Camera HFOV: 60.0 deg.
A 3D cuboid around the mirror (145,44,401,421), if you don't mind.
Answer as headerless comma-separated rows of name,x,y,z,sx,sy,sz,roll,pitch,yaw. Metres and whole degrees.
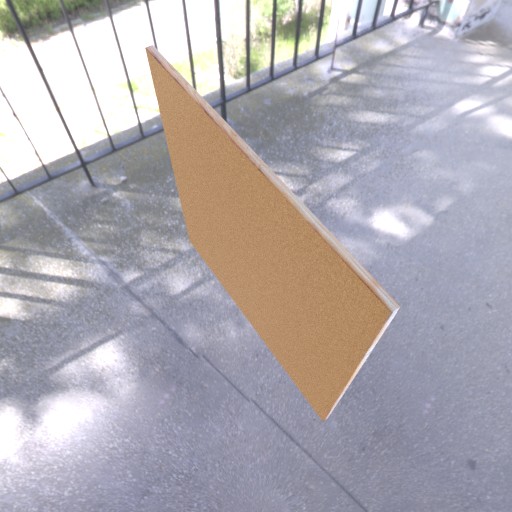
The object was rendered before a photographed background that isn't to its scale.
mirror,0.000,0.000,1.193,0.061,0.804,0.804,-31,63,-17
